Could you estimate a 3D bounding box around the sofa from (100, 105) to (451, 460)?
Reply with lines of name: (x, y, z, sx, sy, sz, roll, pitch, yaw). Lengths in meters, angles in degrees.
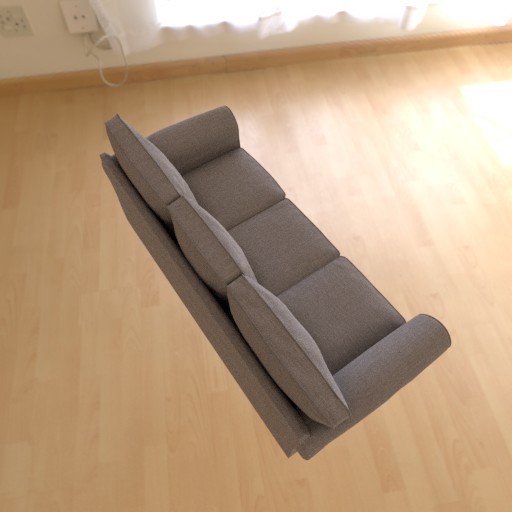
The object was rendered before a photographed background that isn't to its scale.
sofa: (0.000, 0.000, 2.573, 0.916, 0.961, 2.084, -31, 63, -18)
